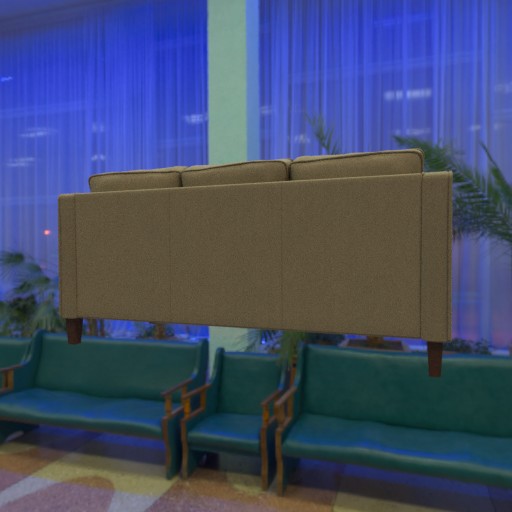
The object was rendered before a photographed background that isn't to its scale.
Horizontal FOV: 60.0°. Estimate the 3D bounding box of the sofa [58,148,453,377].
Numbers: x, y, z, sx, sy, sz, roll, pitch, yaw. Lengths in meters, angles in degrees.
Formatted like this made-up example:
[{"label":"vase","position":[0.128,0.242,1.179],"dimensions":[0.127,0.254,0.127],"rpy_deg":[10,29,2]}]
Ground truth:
[{"label":"sofa","position":[0.000,0.000,2.510],"dimensions":[1.986,0.974,0.911],"rpy_deg":[0,0,20]}]
